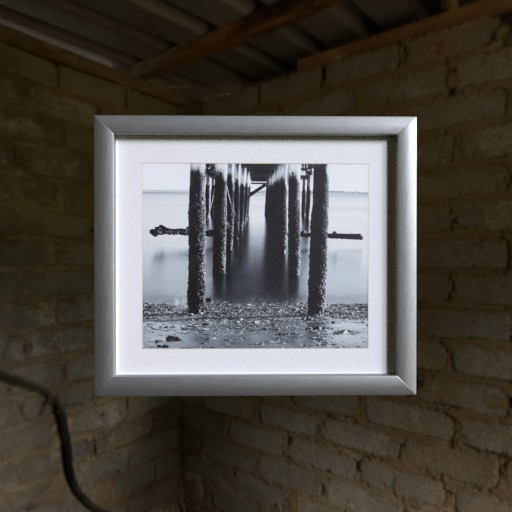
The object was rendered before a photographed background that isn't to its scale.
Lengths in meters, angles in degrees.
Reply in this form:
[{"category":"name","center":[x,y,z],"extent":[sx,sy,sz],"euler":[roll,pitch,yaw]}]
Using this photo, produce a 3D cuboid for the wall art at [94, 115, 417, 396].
[{"category":"wall art","center":[0.000,0.000,0.535],"extent":[0.380,0.330,0.028],"euler":[0,0,-1]}]
